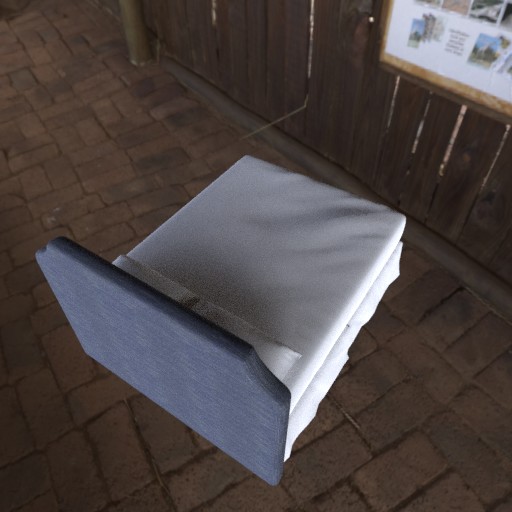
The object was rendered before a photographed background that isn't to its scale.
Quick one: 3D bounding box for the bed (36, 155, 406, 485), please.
[{"bbox_3d":[0.000,0.000,3.148,1.693,1.290,2.116,26,52,22],"label":"bed"}]
